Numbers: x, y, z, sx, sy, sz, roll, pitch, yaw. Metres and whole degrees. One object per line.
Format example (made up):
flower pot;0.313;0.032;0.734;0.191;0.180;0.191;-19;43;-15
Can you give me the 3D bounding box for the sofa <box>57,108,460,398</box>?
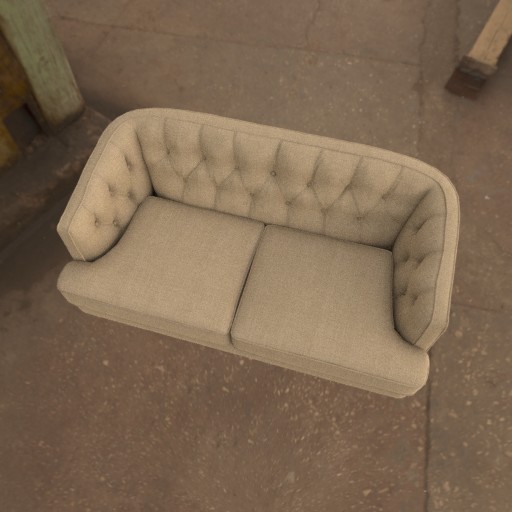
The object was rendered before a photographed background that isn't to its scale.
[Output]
sofa;0.000;0.000;2.206;1.733;0.855;0.941;14;60;8
